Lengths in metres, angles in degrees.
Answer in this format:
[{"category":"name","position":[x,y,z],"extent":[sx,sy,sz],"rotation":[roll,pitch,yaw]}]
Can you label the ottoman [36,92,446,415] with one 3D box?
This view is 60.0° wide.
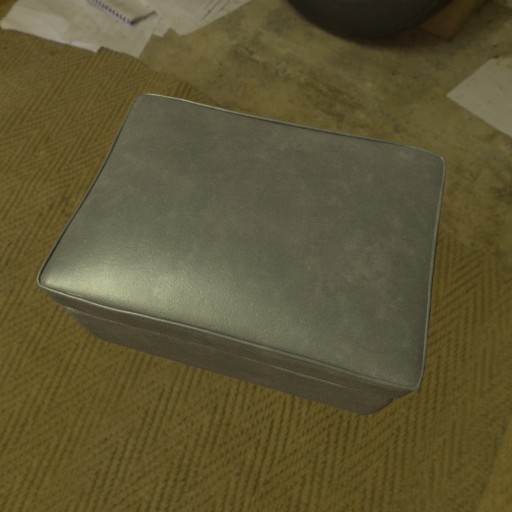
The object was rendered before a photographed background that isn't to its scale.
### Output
[{"category":"ottoman","position":[0.000,0.000,1.089],"extent":[0.756,0.445,0.554],"rotation":[14,64,7]}]
